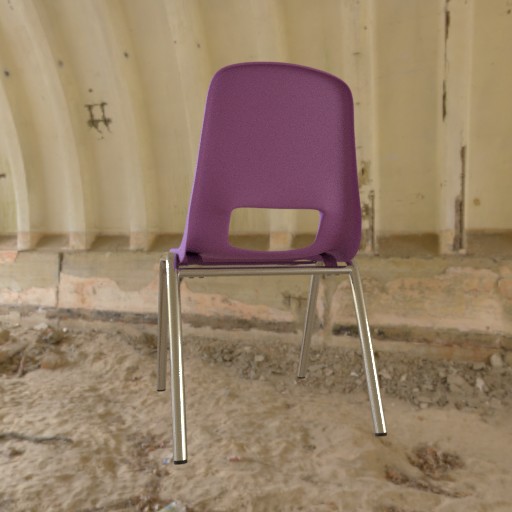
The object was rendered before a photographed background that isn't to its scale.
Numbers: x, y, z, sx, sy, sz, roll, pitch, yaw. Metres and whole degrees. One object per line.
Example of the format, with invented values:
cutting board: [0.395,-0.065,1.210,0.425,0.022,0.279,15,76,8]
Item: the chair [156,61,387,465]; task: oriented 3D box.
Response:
chair: [0.000,0.000,0.702,0.291,0.493,0.301,0,1,-17]
